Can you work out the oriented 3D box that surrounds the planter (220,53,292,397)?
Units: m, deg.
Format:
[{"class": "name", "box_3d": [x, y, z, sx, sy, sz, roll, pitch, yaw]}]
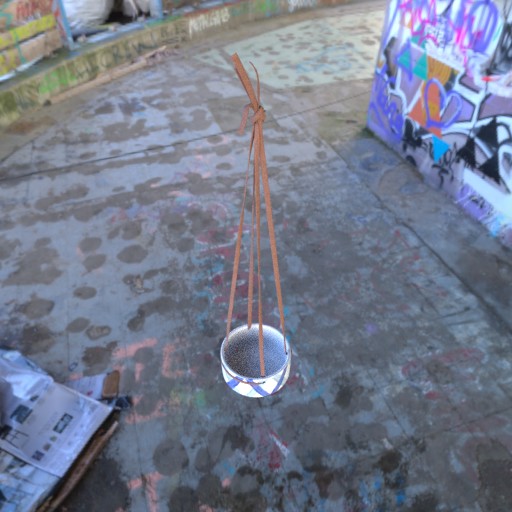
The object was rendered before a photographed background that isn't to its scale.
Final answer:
[{"class": "planter", "box_3d": [0.000, 0.000, 0.834, 0.166, 0.751, 0.166, -13, 42, -14]}]
